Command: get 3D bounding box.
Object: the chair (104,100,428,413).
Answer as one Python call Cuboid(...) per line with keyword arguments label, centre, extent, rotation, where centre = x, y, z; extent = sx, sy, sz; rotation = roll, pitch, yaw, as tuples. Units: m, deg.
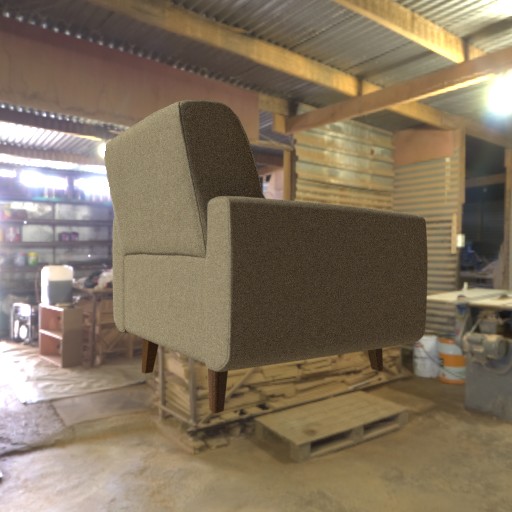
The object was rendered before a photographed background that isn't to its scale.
Cuboid(label="chair", centre=(0.000, 0.000, 1.590), extent=(0.907, 0.839, 0.831), rotation=(-1, 1, -37))
